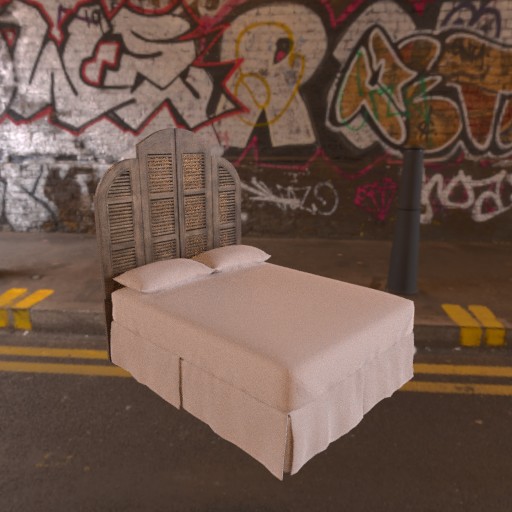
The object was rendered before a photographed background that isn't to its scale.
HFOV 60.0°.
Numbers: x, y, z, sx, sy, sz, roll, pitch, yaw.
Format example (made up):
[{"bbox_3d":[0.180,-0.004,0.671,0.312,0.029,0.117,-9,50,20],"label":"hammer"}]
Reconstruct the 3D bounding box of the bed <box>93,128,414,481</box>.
[{"bbox_3d":[0.000,0.000,3.576,2.138,2.019,1.713,14,20,42],"label":"bed"}]
